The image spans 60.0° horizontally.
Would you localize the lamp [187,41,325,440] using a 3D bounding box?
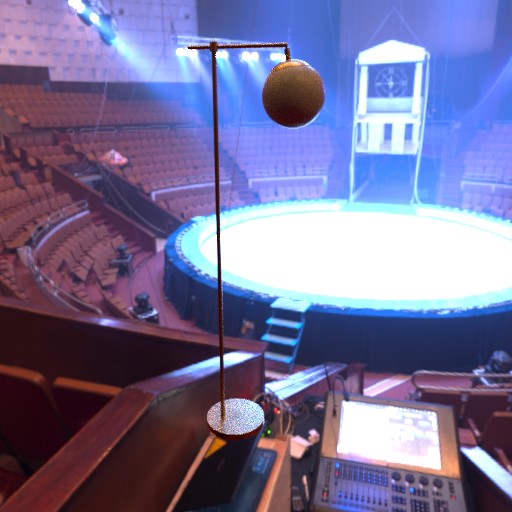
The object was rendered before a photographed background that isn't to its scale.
[{"bbox_3d":[0.000,0.000,1.700,0.476,1.505,0.249,3,17,9],"label":"lamp"}]
